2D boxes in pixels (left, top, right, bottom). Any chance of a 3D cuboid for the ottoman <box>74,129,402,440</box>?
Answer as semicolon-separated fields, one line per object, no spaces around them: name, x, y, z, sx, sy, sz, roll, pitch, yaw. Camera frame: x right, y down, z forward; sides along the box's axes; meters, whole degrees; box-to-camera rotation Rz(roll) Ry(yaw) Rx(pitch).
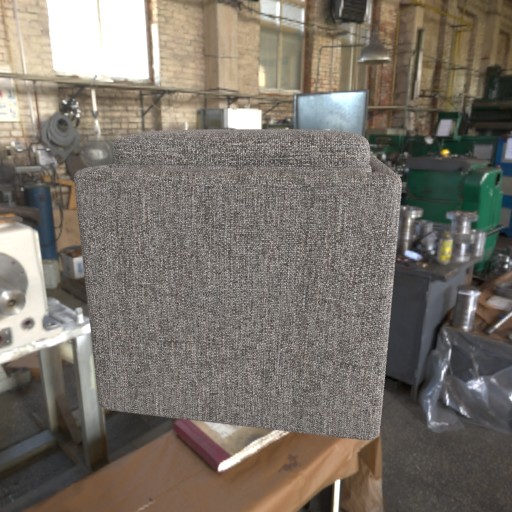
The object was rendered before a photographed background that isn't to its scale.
ottoman;0.000;0.000;0.835;0.450;0.460;0.450;3;16;10
